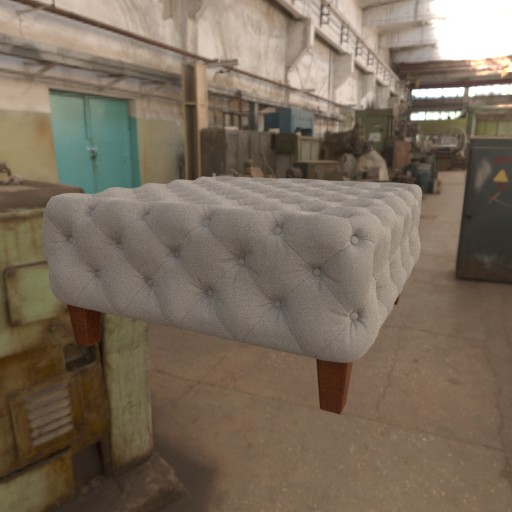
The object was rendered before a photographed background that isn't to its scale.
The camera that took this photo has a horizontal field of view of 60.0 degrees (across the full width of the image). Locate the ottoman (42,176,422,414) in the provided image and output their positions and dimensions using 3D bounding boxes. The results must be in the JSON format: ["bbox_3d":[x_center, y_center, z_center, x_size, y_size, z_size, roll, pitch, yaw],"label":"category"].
[{"bbox_3d":[0.000,0.000,1.410,0.911,0.439,0.917,7,16,25],"label":"ottoman"}]
